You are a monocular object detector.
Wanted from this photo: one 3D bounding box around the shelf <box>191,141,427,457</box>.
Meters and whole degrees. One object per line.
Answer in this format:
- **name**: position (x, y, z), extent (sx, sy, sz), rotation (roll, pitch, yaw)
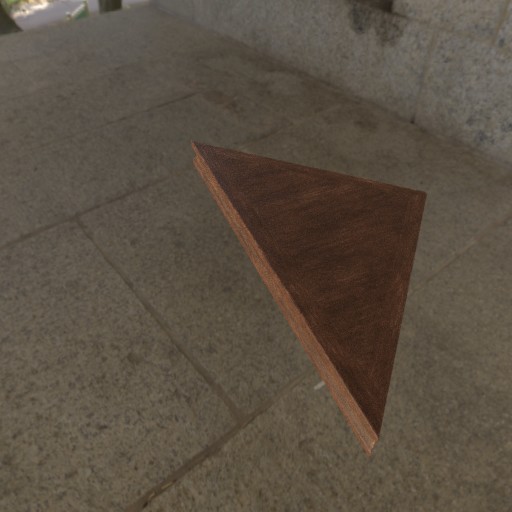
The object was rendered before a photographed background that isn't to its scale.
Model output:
- **shelf**: position (0.000, 0.000, 0.449), extent (0.296, 0.035, 0.296), rotation (16, 47, 15)
